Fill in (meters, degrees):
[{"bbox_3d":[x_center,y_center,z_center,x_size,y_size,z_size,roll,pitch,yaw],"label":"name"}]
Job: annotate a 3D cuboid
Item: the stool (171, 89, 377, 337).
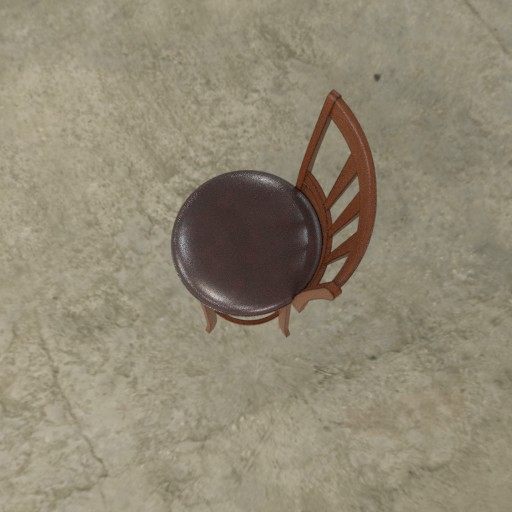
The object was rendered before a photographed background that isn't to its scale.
[{"bbox_3d":[0.000,0.000,1.473,0.503,1.177,0.464,3,75,1],"label":"stool"}]
